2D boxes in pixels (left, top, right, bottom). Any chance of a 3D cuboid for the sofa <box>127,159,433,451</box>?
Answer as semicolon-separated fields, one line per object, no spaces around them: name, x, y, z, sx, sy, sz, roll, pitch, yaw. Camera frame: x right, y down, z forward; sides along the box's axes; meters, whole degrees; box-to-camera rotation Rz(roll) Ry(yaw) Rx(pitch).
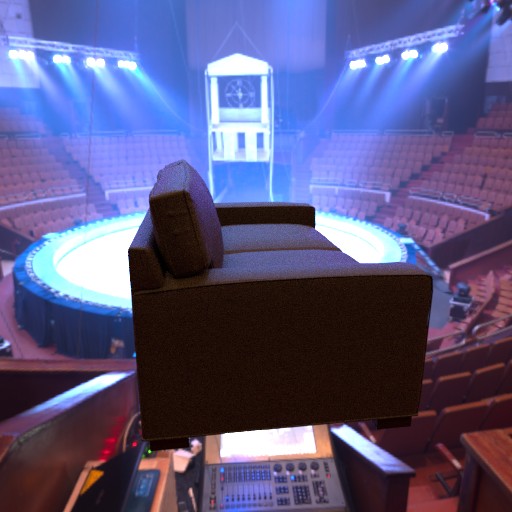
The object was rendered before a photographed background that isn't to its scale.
sofa;0.000;0.000;2.125;0.974;0.887;1.534;-2;16;-8
